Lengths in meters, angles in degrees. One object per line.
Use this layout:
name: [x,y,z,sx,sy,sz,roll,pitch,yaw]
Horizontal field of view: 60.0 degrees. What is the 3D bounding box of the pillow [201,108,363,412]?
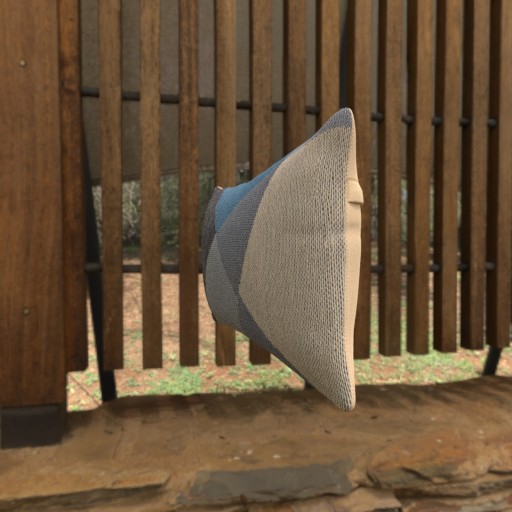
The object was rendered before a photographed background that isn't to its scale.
pillow: [0.000,0.000,0.722,0.148,0.307,0.604,0,1,-18]
